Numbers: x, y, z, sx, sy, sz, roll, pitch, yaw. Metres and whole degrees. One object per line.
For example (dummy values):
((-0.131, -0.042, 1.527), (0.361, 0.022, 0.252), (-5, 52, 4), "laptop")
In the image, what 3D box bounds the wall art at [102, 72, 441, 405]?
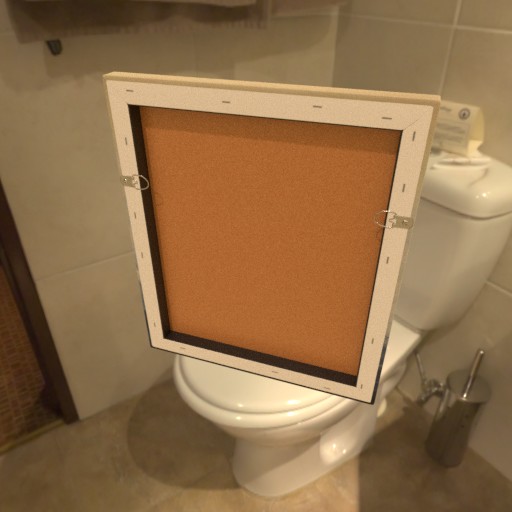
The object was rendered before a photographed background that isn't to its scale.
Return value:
((0.000, 0.000, 0.962), (0.608, 0.710, 0.041), (10, 34, 16), "wall art")
